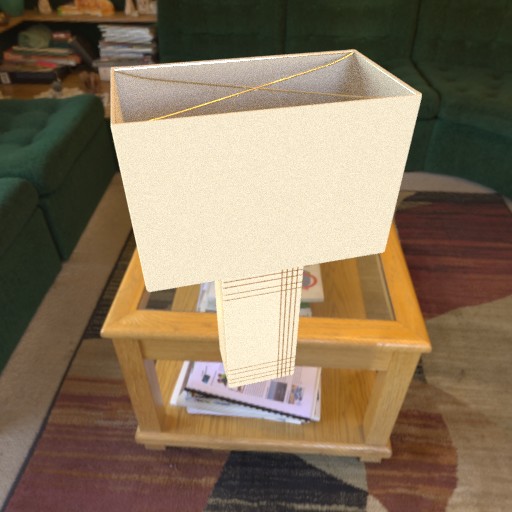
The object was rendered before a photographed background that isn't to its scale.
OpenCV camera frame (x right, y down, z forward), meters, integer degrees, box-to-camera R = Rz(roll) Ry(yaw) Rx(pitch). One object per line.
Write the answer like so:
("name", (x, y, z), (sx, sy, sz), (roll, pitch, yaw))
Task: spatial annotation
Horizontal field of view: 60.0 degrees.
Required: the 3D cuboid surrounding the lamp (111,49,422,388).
("lamp", (0.000, 0.000, 0.697), (0.334, 0.543, 0.182), (-9, 41, -11))
